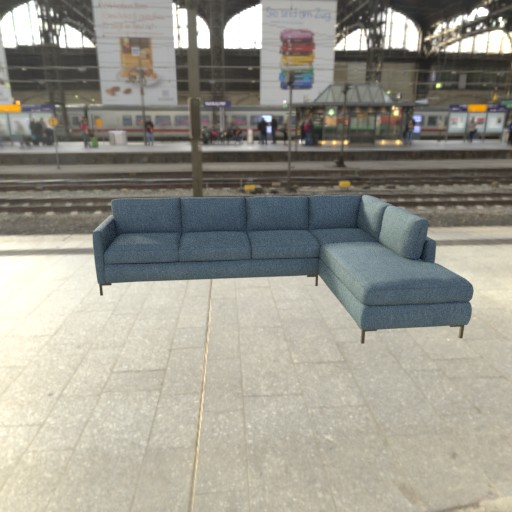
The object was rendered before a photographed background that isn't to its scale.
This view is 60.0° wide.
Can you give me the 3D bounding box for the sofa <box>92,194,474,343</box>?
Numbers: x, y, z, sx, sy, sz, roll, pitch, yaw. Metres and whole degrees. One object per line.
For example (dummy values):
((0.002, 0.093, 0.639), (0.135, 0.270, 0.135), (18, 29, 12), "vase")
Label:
((0.000, 0.000, 3.944), (2.949, 0.815, 2.007), (-2, 16, -6), "sofa")
